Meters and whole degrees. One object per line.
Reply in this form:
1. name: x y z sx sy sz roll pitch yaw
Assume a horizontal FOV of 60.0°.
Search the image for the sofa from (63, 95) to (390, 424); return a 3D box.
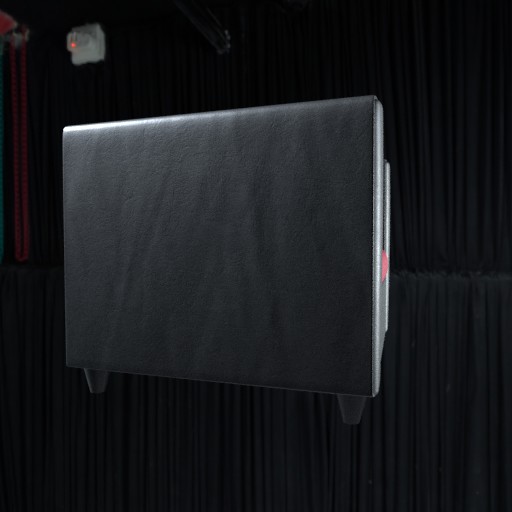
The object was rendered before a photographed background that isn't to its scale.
1. sofa: 0.000 0.000 1.427 0.809 0.724 0.839 0 1 18
